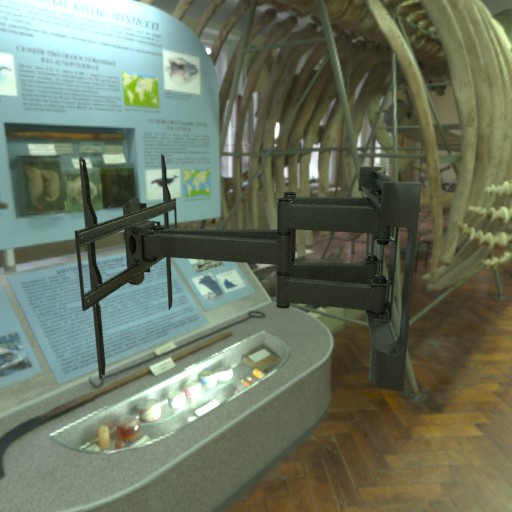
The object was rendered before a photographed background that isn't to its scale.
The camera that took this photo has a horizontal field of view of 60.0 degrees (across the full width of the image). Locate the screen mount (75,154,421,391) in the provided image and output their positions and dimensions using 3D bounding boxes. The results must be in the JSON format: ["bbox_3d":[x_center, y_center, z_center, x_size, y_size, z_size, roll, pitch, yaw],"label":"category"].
[{"bbox_3d":[0.000,0.000,0.958,0.556,0.424,0.571,2,14,9],"label":"screen mount"}]
